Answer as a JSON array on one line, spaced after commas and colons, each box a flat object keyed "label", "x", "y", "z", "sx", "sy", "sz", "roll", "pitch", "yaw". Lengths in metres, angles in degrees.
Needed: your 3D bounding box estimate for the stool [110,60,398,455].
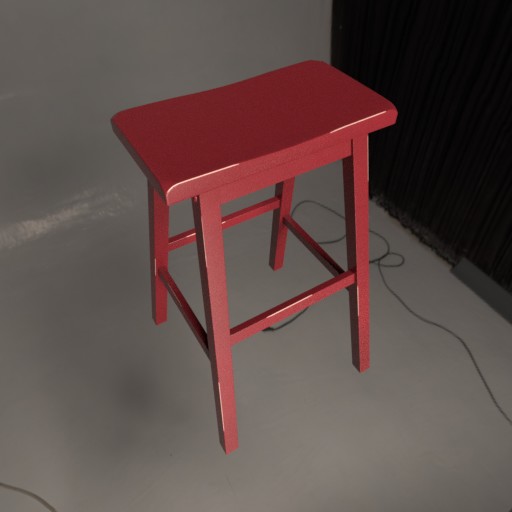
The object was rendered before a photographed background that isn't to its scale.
[{"label": "stool", "x": 0.000, "y": 0.000, "z": 1.035, "sx": 0.457, "sy": 0.737, "sz": 0.476, "roll": -24, "pitch": 51, "yaw": -21}]
